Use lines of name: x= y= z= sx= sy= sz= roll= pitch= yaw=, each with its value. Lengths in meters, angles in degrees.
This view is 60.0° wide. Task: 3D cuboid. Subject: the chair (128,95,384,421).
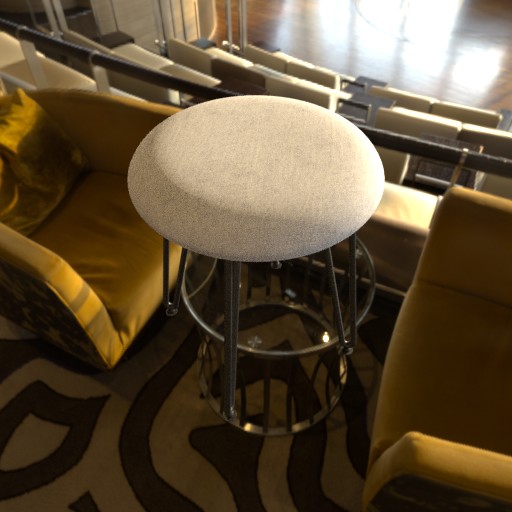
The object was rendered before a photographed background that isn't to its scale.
chair: x=0.000 y=0.000 z=0.659 sx=0.350 sy=0.386 sz=0.350 roll=11 pitch=47 yaw=10
